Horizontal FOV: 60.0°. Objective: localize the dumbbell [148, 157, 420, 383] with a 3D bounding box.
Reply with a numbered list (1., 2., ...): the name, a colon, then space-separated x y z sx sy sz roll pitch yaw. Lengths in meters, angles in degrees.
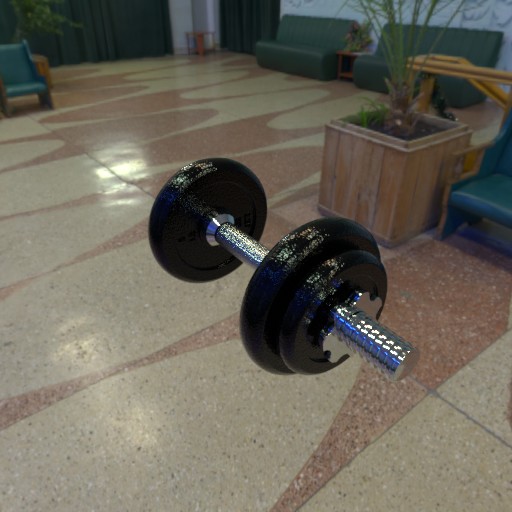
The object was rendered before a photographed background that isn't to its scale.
1. dumbbell: 0.000 0.000 0.598 0.202 0.202 0.497 -21 38 -30
